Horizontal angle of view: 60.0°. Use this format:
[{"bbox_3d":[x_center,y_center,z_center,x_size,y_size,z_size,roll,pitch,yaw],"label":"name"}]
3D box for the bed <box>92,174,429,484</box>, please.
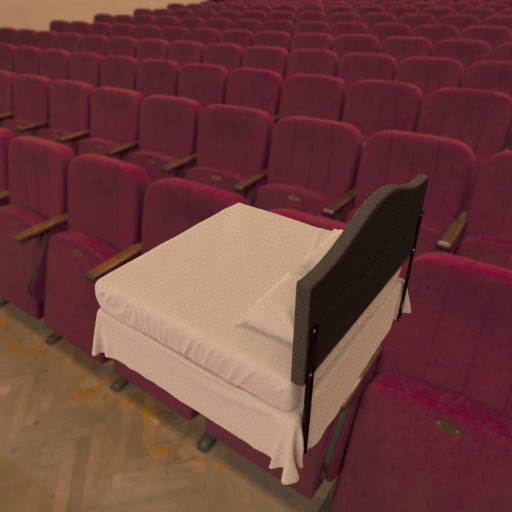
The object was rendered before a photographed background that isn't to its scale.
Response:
[{"bbox_3d":[0.000,0.000,3.795,2.219,1.651,2.314,20,37,30],"label":"bed"}]
